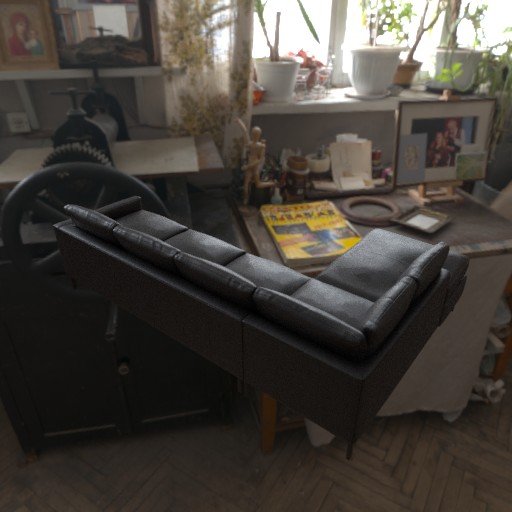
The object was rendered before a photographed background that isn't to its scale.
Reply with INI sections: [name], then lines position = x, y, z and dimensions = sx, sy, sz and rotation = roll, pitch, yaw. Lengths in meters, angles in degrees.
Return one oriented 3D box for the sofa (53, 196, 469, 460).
[sofa]
position = 0.000, 0.000, 3.797
dimensions = 2.984, 0.877, 1.938
rotation = 22, 36, 33
